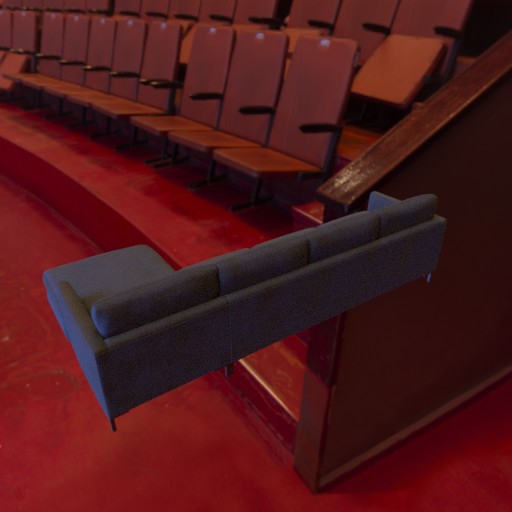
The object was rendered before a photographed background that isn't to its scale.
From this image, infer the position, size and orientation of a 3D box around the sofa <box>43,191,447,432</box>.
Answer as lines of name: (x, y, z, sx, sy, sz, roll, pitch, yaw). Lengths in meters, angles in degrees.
sofa: (0.000, 0.000, 3.248, 2.725, 0.756, 1.255, -18, 34, -29)
